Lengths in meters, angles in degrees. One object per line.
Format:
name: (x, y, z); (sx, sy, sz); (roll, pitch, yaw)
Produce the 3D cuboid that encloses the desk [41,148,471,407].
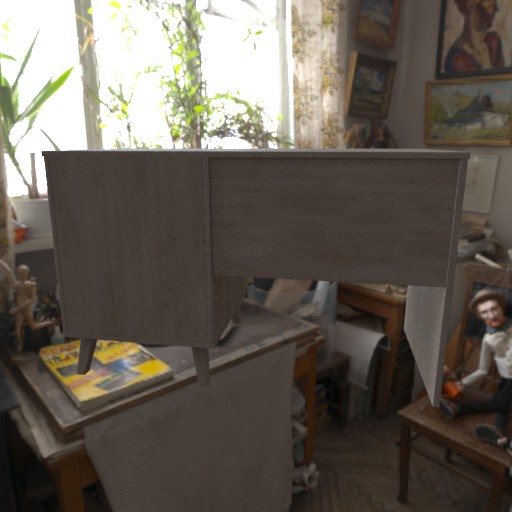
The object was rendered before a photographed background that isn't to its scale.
desk: (0.000, 0.000, 1.651); (1.251, 0.770, 0.600); (2, 15, 9)
